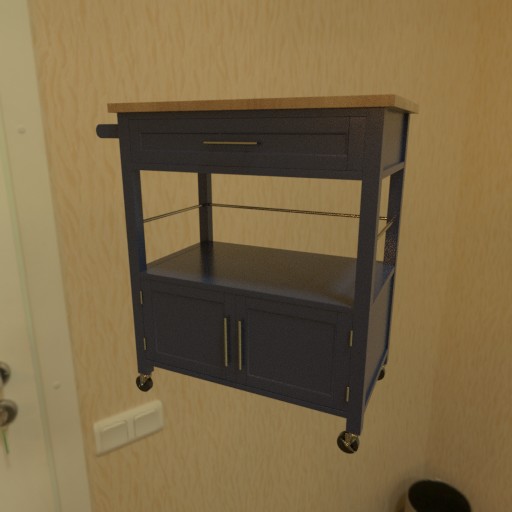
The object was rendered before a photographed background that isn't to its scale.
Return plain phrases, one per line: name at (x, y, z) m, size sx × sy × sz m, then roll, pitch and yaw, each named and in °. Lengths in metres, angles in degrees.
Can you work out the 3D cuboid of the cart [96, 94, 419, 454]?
cart at (0.000, 0.000, 1.390) m, size 0.840 × 0.901 × 0.459 m, roll 7°, pitch 17°, yaw 24°
